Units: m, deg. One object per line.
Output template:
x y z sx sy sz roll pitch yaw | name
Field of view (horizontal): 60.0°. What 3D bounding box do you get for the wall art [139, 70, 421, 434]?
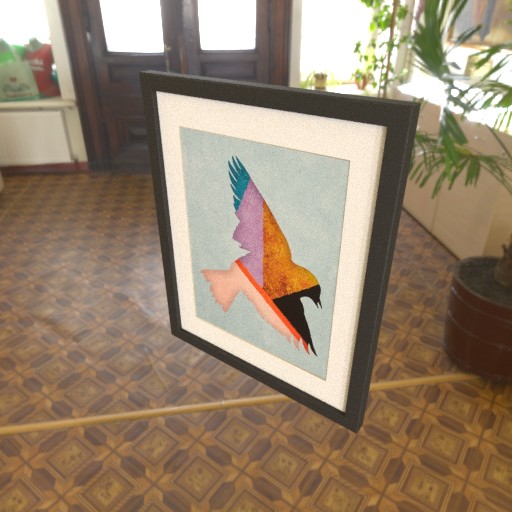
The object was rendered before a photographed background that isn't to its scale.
0.000 0.000 0.763 0.457 0.558 0.028 20 36 30 | wall art
